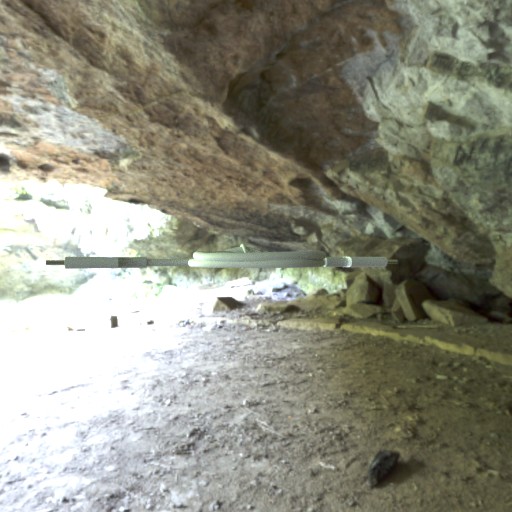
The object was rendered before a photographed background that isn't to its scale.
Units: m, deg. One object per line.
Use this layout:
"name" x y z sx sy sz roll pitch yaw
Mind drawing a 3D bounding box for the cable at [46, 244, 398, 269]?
"cable" 0.000 0.000 0.228 0.203 0.014 0.070 0 0 -18
